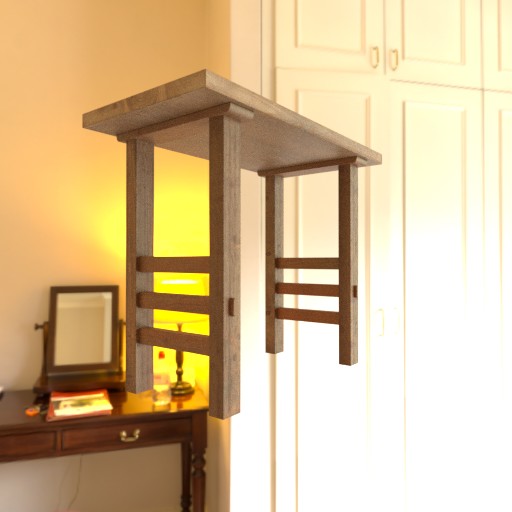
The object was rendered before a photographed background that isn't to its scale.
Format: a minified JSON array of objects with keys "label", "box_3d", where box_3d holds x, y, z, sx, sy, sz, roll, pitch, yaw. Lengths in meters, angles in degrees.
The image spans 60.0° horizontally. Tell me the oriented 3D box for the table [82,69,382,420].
[{"label":"table","box_3d":[0.000,0.000,1.702,0.556,0.914,1.119,0,-1,38]}]
